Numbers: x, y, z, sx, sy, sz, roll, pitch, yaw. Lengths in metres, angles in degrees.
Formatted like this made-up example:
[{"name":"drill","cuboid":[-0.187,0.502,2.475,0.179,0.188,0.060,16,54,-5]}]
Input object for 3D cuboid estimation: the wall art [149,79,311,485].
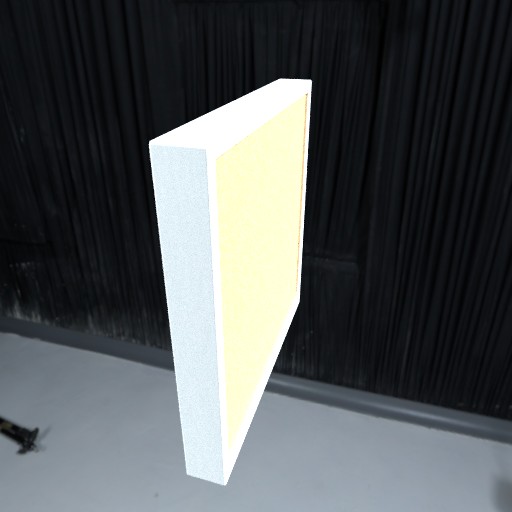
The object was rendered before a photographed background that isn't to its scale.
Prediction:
[{"name":"wall art","cuboid":[0.000,0.000,0.455,0.038,0.305,0.305,8,30,15]}]
